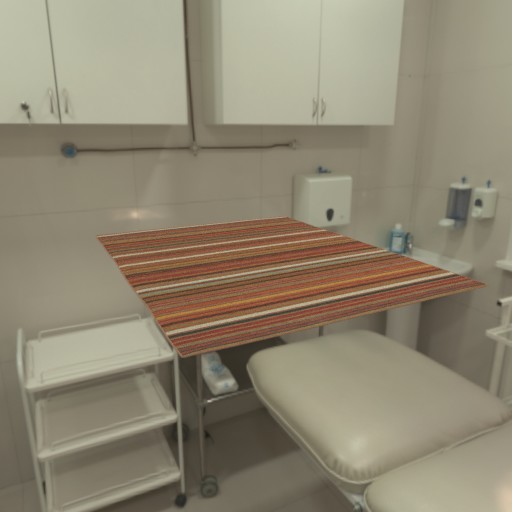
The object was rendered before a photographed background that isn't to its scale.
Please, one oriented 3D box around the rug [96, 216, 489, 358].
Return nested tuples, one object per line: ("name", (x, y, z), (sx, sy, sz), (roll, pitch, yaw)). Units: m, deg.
("rug", (0.000, 0.000, 4.187), (2.479, 0.023, 3.092), (-8, 18, -26))
